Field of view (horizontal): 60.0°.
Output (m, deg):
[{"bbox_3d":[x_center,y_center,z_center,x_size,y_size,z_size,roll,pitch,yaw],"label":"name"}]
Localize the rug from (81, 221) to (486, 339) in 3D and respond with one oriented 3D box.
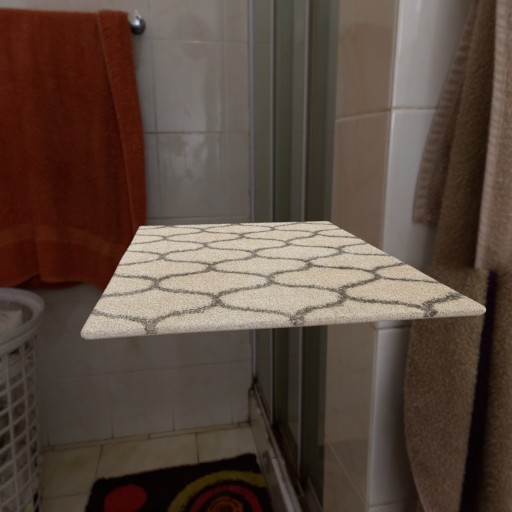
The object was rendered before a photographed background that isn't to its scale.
[{"bbox_3d":[0.000,0.000,2.036,1.200,0.025,1.600,-2,14,-8],"label":"rug"}]
